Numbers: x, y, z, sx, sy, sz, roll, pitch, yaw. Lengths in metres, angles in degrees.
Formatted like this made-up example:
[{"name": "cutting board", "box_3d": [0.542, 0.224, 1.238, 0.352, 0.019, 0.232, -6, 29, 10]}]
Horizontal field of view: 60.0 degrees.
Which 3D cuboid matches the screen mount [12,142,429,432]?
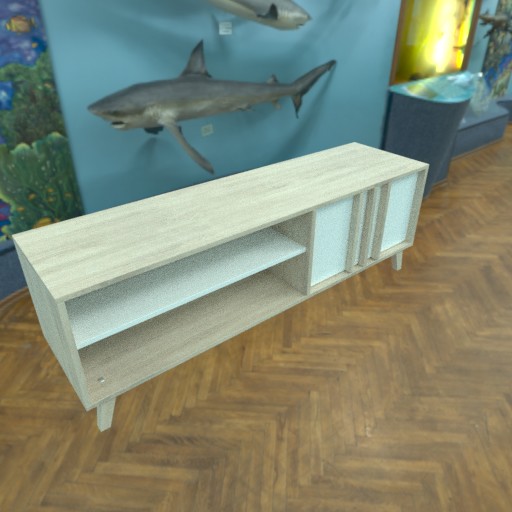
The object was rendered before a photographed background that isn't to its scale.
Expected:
[{"name": "screen mount", "box_3d": [0.000, 0.000, 1.687, 1.500, 0.510, 0.400, -22, 37, -32]}]
